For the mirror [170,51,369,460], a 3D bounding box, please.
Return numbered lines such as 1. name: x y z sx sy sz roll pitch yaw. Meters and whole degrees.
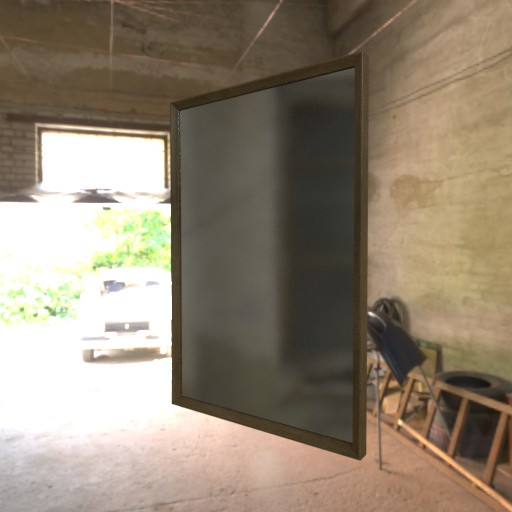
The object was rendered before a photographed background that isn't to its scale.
1. mirror: 0.000 0.000 1.182 0.609 0.915 0.041 1 2 36
